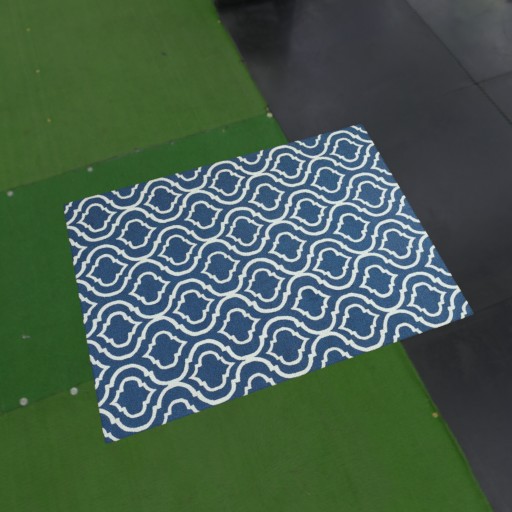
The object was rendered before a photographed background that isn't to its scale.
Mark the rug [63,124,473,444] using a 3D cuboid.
[{"bbox_3d":[0.000,0.000,2.719,2.134,0.010,1.524,-17,65,-8],"label":"rug"}]
